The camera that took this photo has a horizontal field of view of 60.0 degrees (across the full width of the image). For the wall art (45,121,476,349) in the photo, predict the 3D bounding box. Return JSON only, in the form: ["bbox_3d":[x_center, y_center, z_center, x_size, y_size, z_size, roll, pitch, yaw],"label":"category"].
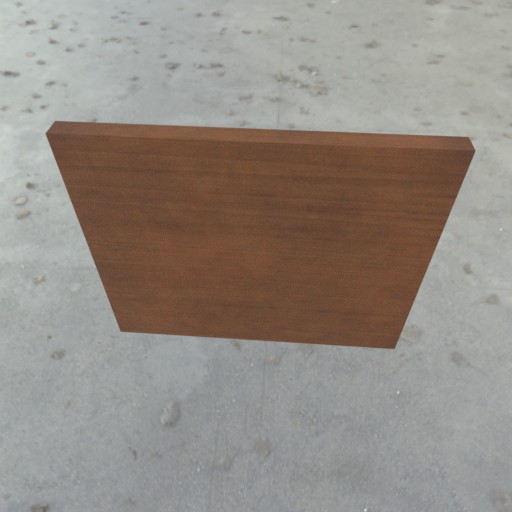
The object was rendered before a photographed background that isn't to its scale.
[{"bbox_3d":[0.000,0.000,0.748,0.558,0.457,0.033,3,46,3],"label":"wall art"}]
